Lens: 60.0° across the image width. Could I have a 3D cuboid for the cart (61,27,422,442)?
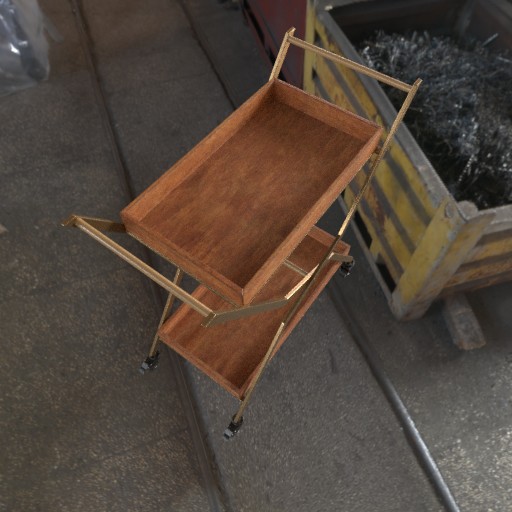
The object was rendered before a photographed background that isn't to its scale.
[{"bbox_3d":[0.000,0.000,1.310,0.405,0.869,0.836,32,63,18],"label":"cart"}]
